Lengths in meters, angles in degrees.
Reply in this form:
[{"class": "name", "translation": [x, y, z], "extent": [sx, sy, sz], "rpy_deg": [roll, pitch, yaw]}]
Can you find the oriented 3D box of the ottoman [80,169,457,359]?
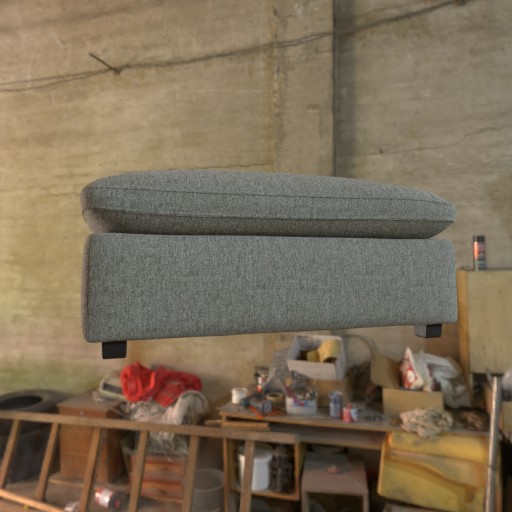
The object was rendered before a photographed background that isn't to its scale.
[{"class": "ottoman", "translation": [0.000, 0.000, 1.360], "extent": [0.977, 0.451, 0.694], "rpy_deg": [0, -1, -18]}]
